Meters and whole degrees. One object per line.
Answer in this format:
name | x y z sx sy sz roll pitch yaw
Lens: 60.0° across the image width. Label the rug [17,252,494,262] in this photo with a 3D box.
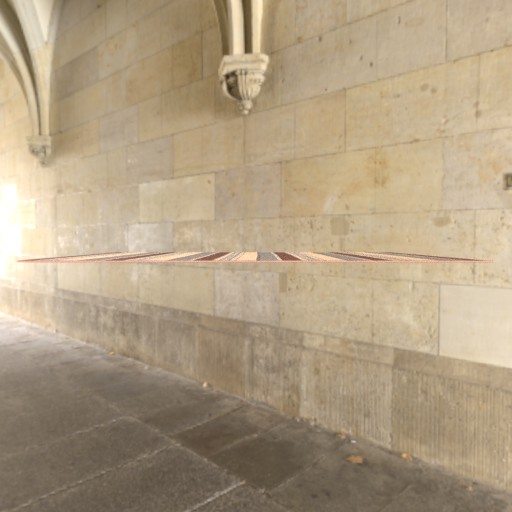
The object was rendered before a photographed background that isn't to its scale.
rug | 0.000 0.000 2.302 1.829 0.008 1.219 0 2 0
